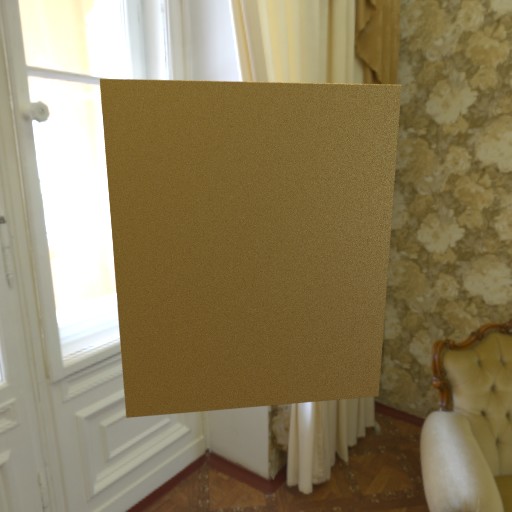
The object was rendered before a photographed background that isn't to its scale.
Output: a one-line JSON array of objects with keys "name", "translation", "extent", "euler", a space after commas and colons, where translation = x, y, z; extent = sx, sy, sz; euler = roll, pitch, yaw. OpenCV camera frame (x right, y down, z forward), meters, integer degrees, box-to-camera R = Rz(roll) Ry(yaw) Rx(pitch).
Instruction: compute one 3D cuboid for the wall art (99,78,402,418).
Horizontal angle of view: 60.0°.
[{"name": "wall art", "translation": [0.000, 0.000, 0.878], "extent": [0.537, 0.642, 0.048], "euler": [-2, 14, -8]}]
